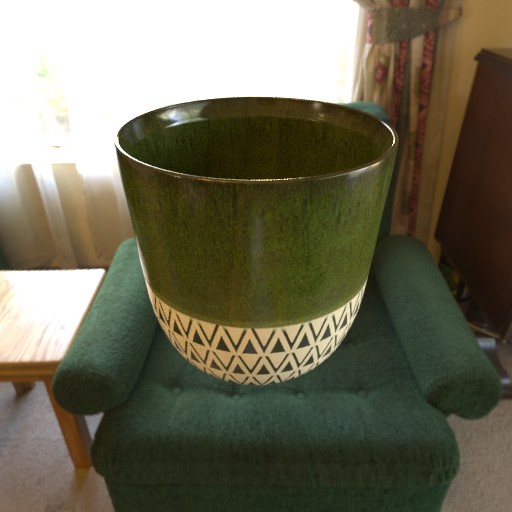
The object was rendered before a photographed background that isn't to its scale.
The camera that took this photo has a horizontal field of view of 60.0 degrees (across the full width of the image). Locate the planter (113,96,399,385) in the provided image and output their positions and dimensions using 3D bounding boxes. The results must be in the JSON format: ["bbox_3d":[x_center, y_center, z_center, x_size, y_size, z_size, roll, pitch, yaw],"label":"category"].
[{"bbox_3d":[0.000,0.000,0.466,0.245,0.270,0.245,0,32,0],"label":"planter"}]
